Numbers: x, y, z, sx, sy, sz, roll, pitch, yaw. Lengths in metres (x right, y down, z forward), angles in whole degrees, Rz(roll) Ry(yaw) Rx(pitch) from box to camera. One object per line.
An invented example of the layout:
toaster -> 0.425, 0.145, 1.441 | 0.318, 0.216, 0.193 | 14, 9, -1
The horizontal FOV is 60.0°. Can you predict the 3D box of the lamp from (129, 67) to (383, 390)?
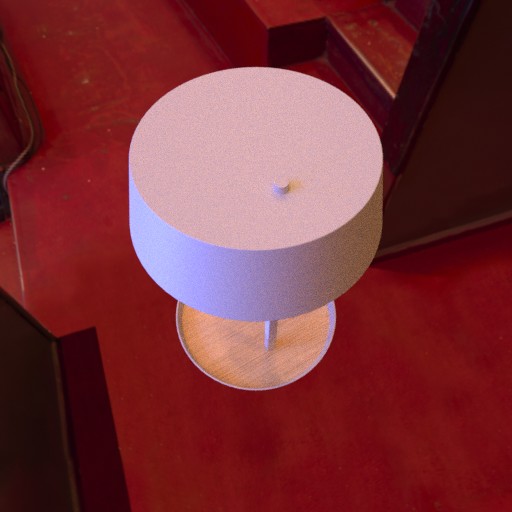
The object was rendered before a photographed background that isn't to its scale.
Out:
lamp -> 0.000, 0.000, 0.609 | 0.291, 0.429, 0.291 | 0, 58, 0
